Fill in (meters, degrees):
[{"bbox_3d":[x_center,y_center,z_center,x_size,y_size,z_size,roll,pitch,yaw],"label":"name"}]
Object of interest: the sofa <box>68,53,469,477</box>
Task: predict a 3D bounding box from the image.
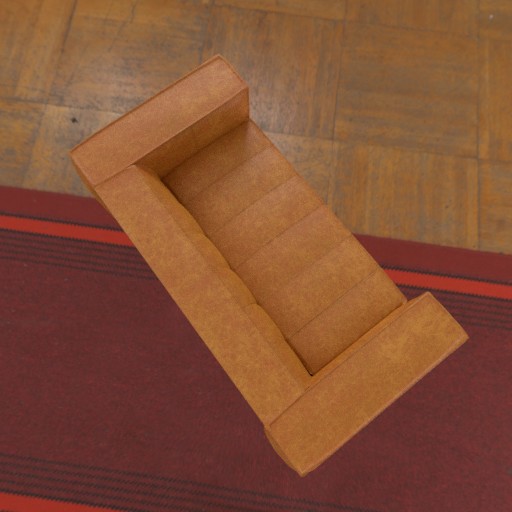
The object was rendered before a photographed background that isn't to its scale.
[{"bbox_3d":[0.000,0.000,2.592,1.102,0.703,2.088,-36,78,-9],"label":"sofa"}]
